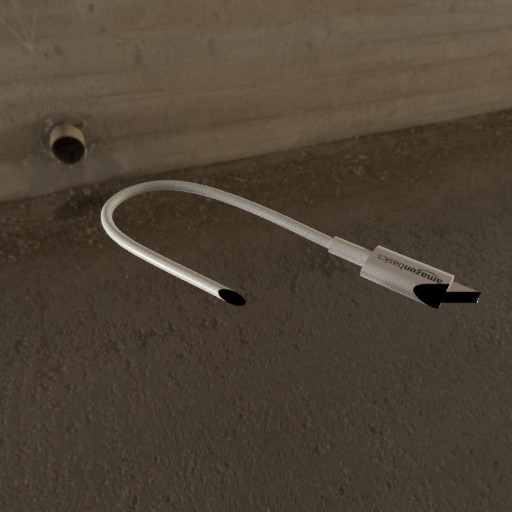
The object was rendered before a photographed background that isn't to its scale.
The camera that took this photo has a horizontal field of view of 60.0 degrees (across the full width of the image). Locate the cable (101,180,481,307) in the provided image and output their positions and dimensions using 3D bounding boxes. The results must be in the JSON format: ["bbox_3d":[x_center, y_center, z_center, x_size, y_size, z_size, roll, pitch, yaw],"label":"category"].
[{"bbox_3d":[0.000,0.000,0.111,0.098,0.005,0.041,25,47,26],"label":"cable"}]
